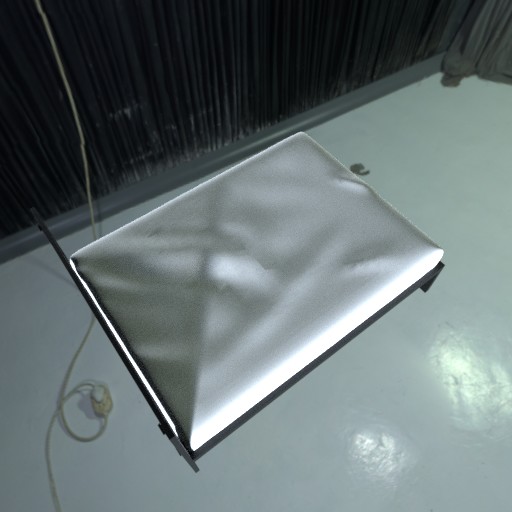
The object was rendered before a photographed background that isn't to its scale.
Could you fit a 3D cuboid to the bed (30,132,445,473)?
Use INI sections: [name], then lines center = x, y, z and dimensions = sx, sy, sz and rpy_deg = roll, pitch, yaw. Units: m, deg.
[bed]
center = 0.000, 0.000, 2.888
dimensions = 2.062, 0.967, 1.524
rpy_deg = -32, 62, -19
